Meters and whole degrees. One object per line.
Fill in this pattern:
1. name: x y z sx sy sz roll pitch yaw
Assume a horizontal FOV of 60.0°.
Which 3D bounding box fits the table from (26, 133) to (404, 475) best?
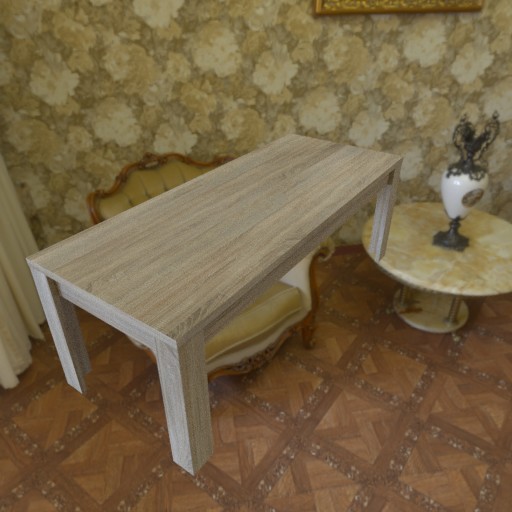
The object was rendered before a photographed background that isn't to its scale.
1. table: 0.000 0.000 2.680 0.900 0.790 2.200 21 38 29
